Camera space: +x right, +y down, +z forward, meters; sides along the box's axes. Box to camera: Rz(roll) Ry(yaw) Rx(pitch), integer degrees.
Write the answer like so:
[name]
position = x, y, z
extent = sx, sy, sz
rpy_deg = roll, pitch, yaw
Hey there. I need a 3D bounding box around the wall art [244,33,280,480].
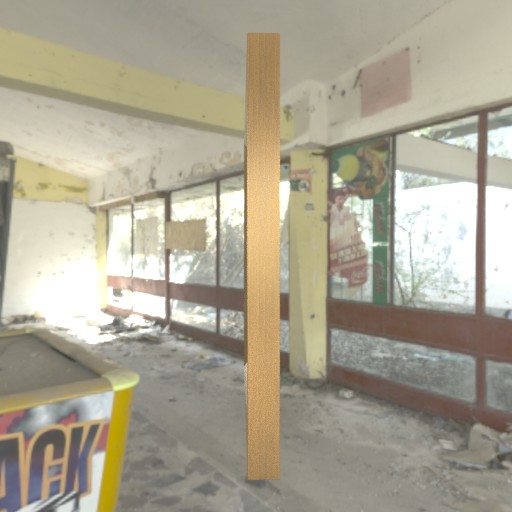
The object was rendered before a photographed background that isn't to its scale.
[wall art]
position = 0.000, 0.000, 0.753
extent = 0.037, 0.505, 0.505
rpy_deg = 0, 0, -2
